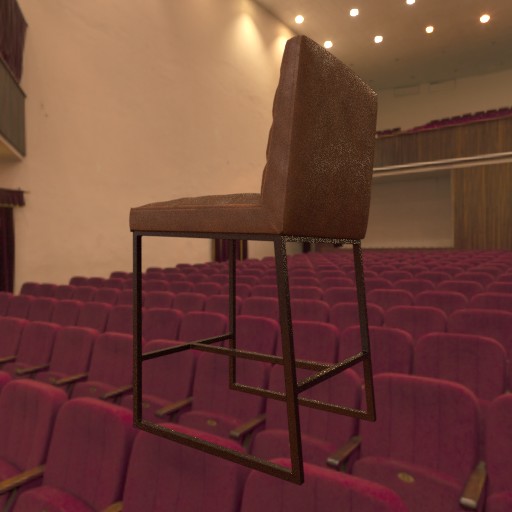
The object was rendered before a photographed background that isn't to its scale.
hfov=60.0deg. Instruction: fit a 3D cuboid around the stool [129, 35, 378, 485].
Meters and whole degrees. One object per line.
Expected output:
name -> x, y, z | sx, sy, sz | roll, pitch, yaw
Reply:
stool -> 0.000, 0.000, 1.244 | 0.562, 0.942, 0.463 | 0, 1, 35
